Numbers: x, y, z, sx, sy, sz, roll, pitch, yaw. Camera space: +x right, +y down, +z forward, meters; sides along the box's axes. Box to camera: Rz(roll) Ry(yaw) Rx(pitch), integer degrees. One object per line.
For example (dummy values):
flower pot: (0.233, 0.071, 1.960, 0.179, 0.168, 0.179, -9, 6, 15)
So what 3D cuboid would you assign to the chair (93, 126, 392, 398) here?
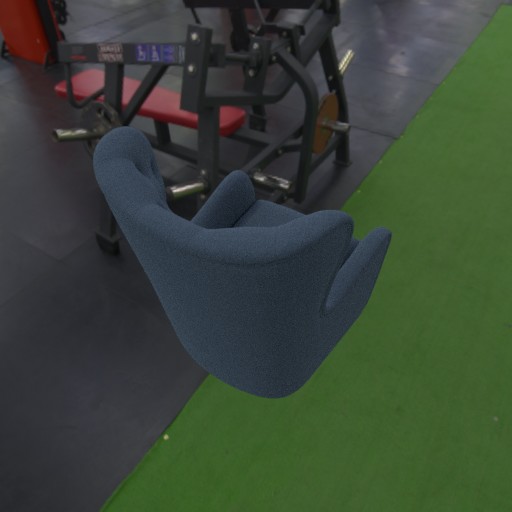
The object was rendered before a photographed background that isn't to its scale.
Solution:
chair: (0.000, 0.000, 1.774, 0.831, 1.079, 0.930, 26, 50, 24)
